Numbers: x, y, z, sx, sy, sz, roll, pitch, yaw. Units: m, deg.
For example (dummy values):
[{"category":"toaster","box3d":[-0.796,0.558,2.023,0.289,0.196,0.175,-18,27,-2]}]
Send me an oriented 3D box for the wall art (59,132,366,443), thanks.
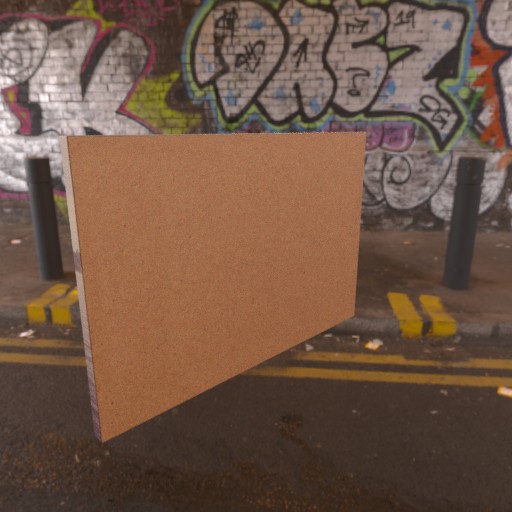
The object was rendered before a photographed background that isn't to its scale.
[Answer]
[{"category":"wall art","box3d":[0.000,0.000,0.767,0.615,0.410,0.021,-15,22,-42]}]
